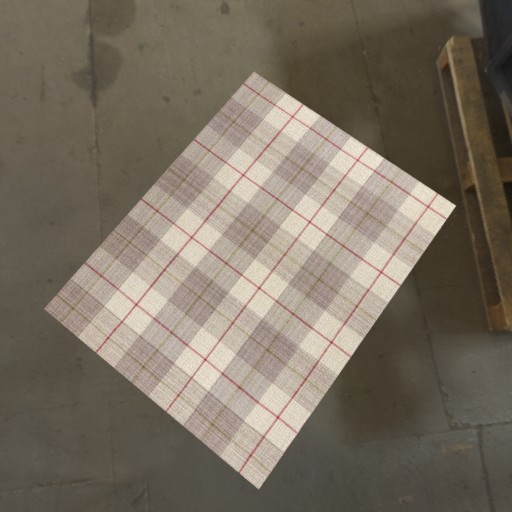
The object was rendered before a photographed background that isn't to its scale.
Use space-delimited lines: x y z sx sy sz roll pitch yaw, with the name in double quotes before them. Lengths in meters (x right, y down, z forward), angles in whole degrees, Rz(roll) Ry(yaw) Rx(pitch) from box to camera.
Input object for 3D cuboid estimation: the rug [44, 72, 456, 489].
"rug" 0.000 0.000 3.924 2.317 0.016 2.959 37 79 9
